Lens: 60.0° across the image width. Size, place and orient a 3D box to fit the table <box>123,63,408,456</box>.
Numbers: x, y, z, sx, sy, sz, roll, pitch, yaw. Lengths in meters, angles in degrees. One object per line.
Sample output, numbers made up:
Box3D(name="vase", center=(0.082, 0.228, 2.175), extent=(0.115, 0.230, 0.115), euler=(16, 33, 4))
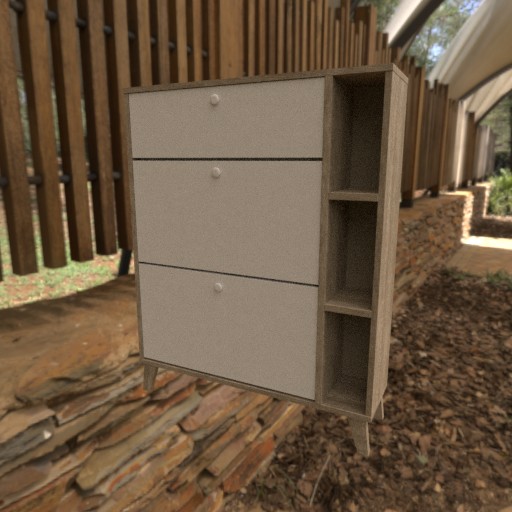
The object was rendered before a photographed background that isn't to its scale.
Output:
Box3D(name="table", center=(0.000, 0.000, 1.547), extent=(0.902, 1.135, 0.256), euler=(6, 14, 26))
